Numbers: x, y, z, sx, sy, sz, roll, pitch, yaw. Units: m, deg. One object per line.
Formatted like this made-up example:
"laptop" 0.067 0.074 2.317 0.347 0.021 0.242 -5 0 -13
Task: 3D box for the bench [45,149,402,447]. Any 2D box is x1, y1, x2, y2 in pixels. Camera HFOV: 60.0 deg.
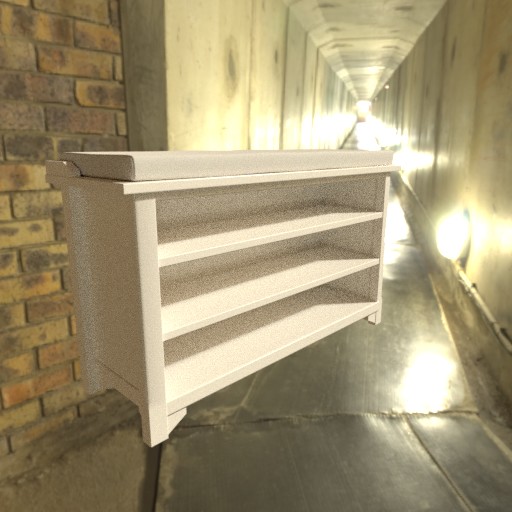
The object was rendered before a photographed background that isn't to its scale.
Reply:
"bench" 0.000 0.000 1.269 0.346 0.589 0.987 14 20 43
